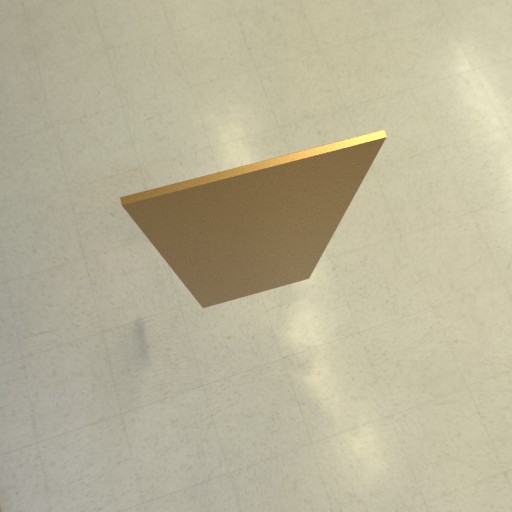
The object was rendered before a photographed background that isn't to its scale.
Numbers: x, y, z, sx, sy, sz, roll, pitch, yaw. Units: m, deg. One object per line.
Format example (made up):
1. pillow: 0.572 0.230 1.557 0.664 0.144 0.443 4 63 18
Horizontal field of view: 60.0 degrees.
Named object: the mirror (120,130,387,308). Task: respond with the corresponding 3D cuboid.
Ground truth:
1. mirror: 0.000 0.000 2.292 0.812 2.031 0.025 -15 75 -4
